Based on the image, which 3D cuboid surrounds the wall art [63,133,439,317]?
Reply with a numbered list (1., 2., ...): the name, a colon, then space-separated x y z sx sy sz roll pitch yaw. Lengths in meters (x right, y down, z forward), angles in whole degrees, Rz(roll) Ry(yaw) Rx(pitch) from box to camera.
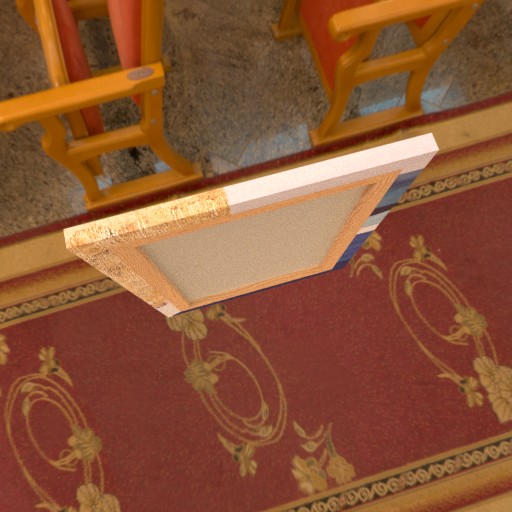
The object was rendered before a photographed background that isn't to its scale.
1. wall art: 0.000 0.000 0.824 0.458 0.613 0.026 -16 75 -4
